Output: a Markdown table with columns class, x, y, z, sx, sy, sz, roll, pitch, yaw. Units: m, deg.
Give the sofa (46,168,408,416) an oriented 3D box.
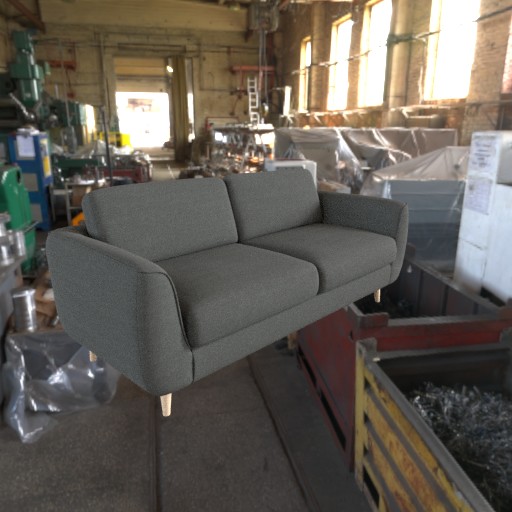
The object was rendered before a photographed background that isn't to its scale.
| class | x | y | z | sx | sy | sz | roll | pitch | yaw |
| --- | --- | --- | --- | --- | --- | --- | --- | --- | --- |
| sofa | 0.000 | 0.000 | 2.463 | 0.920 | 0.850 | 2.000 | 15 | 22 | 42 |
